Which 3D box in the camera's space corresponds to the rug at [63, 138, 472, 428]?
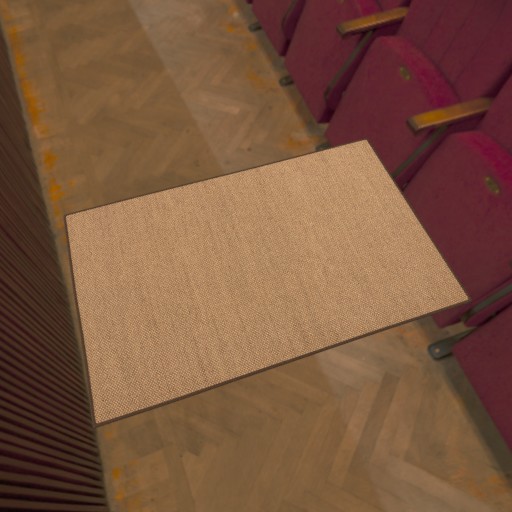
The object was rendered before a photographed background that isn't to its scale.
[{"bbox_3d":[0.000,0.000,2.089,1.676,0.013,1.067,-16,60,-9],"label":"rug"}]
